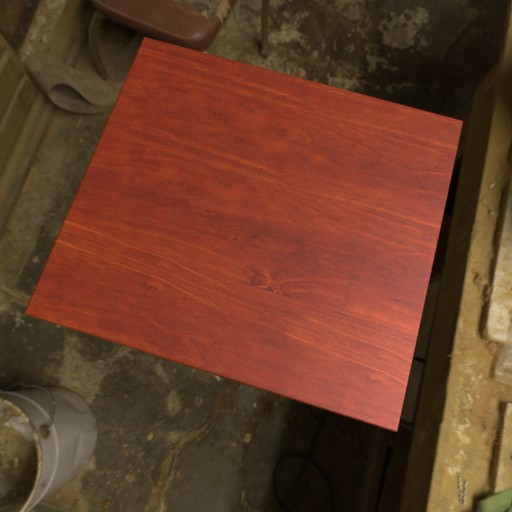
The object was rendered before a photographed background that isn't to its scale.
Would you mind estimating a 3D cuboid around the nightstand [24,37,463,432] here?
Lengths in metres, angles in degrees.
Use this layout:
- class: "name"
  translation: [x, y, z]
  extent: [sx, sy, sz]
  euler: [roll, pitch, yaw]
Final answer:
- class: "nightstand"
  translation: [0.000, 0.000, 0.956]
  extent: [0.558, 0.558, 0.501]
  euler: [16, 76, 4]
